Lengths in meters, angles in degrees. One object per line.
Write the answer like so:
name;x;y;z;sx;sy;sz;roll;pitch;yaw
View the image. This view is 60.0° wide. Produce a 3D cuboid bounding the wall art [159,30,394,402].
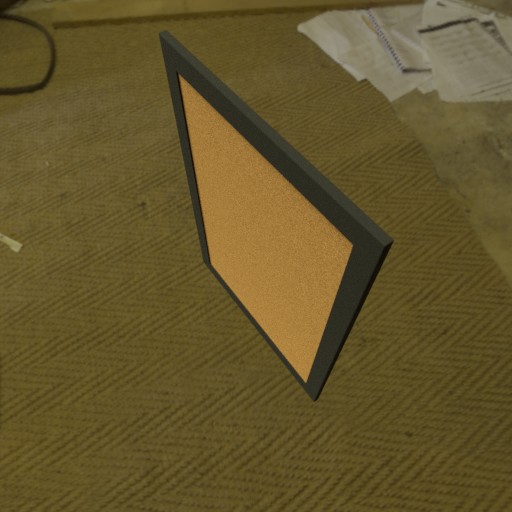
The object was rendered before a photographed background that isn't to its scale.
wall art;0.000;0.000;0.671;0.012;0.529;0.374;-32;64;-18
